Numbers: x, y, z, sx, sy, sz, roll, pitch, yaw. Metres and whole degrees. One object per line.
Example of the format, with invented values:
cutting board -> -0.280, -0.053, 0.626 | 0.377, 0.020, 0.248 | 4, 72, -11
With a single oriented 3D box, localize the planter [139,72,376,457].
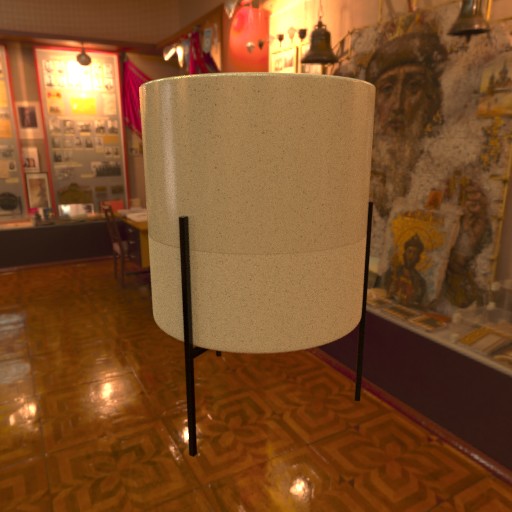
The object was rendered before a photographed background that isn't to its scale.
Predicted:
planter -> 0.000, 0.000, 0.670 | 0.314, 0.475, 0.323 | -7, 16, -26
